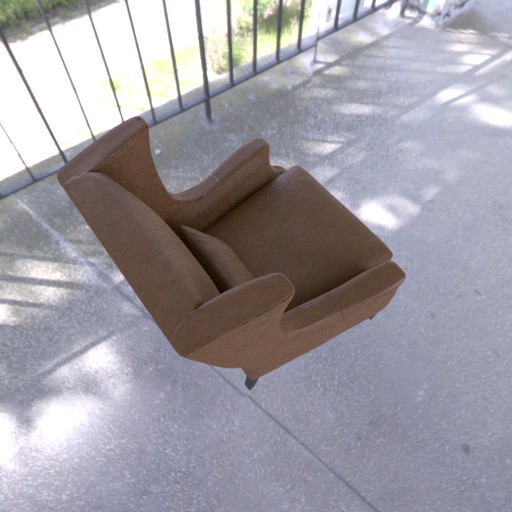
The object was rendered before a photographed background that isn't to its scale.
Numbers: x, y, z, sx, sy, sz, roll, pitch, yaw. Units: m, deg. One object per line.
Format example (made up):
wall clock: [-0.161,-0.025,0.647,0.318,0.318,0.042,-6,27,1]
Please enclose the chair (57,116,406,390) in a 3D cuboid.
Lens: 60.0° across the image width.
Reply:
chair: [0.000,0.000,1.661,0.925,1.016,0.852,-33,65,-18]
